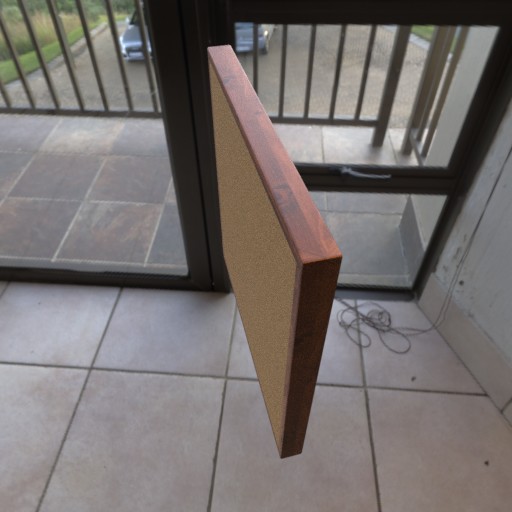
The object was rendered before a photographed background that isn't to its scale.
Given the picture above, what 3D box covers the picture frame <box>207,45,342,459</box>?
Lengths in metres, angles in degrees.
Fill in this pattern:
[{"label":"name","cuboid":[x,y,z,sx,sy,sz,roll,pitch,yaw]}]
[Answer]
[{"label":"picture frame","cuboid":[0.000,0.000,0.531,0.028,0.356,0.352,-10,48,-10]}]
